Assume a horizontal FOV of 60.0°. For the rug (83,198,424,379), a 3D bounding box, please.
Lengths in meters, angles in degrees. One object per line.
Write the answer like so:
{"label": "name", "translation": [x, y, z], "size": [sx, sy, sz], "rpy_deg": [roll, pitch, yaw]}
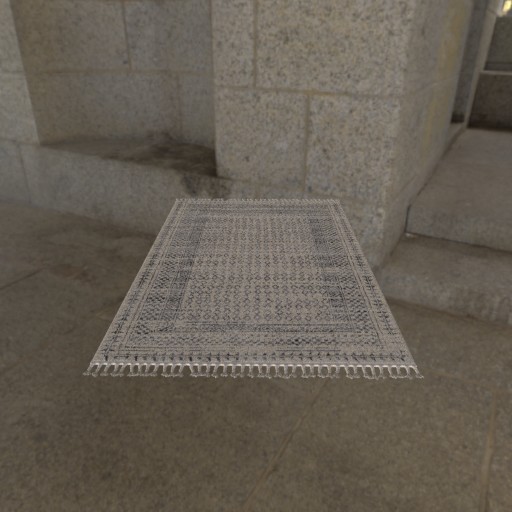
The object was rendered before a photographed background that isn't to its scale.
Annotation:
{"label": "rug", "translation": [0.000, 0.000, 3.101], "size": [1.548, 0.013, 2.486], "rpy_deg": [0, 26, 1]}
